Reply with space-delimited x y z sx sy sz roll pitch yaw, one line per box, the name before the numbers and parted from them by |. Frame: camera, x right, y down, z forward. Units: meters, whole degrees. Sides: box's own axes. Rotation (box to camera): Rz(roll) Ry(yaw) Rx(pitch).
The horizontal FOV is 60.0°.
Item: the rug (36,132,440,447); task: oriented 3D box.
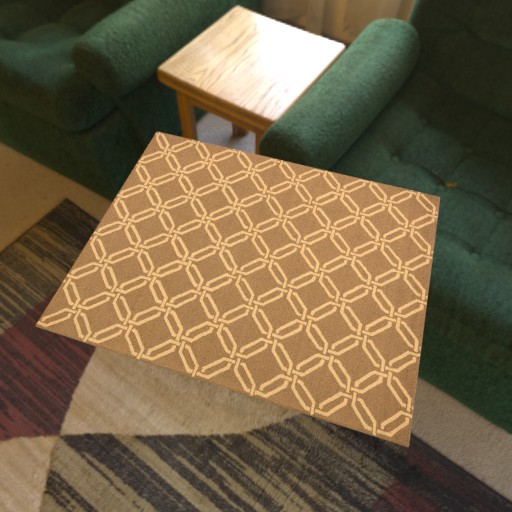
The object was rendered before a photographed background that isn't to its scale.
rug | 0.000 0.000 3.808 2.895 0.018 2.288 15 59 9
